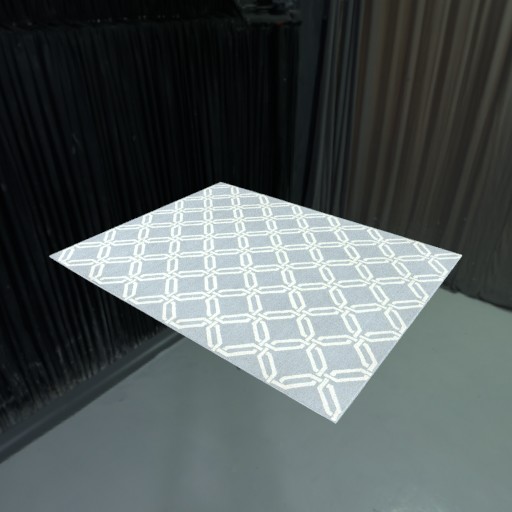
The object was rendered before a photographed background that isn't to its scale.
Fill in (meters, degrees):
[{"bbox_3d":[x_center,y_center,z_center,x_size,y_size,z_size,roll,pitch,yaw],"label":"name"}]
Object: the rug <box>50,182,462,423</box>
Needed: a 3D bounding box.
[{"bbox_3d":[0.000,0.000,3.956,2.895,0.018,2.288,22,37,32],"label":"rug"}]
